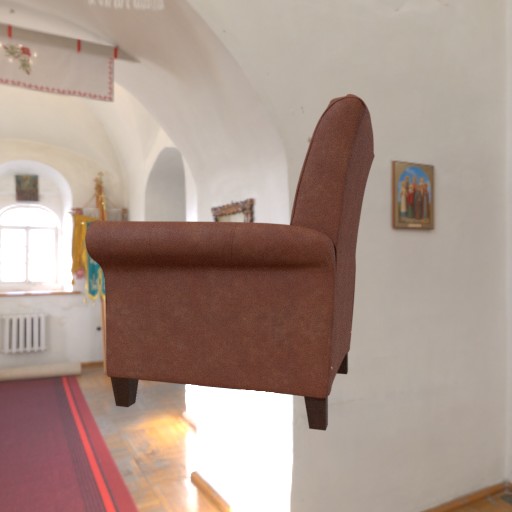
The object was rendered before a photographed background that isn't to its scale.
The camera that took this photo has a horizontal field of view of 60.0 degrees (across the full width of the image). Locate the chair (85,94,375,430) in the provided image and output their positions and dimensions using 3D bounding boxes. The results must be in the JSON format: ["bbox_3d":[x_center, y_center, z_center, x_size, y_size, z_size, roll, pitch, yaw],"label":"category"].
[{"bbox_3d":[0.000,0.000,1.783,0.902,1.061,0.978,0,0,17],"label":"chair"}]
